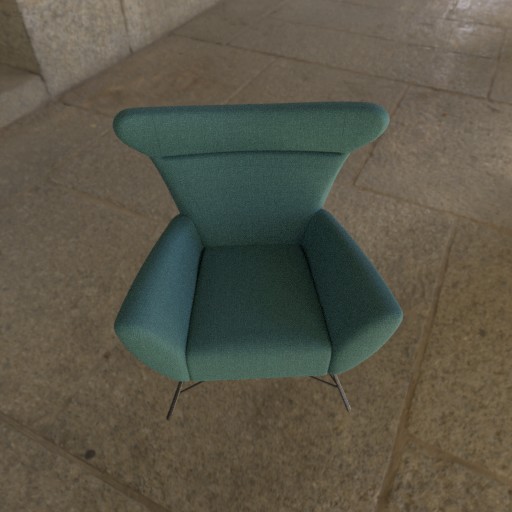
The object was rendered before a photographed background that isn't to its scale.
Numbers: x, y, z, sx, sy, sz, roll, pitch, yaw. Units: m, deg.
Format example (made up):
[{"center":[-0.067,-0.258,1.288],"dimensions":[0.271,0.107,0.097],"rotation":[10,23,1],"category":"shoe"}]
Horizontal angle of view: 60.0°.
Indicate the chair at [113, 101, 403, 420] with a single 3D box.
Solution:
[{"center":[0.000,0.000,1.790],"dimensions":[1.050,0.980,0.900],"rotation":[-2,47,-2],"category":"chair"}]
